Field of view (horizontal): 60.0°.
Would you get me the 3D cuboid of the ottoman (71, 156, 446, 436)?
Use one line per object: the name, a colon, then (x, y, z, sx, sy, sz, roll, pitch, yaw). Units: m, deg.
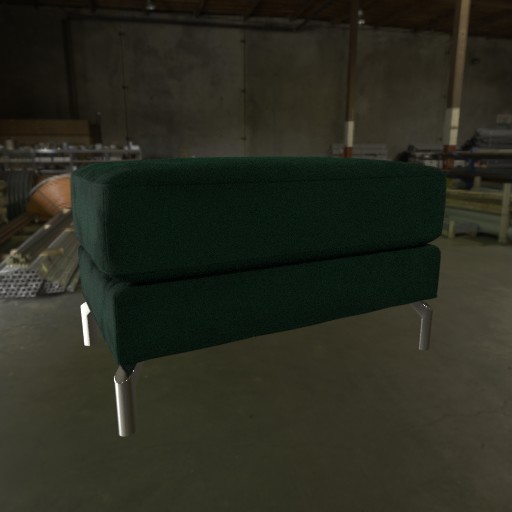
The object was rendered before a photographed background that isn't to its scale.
ottoman: (0.000, 0.000, 1.219, 0.886, 0.533, 0.536, -7, 15, -27)
